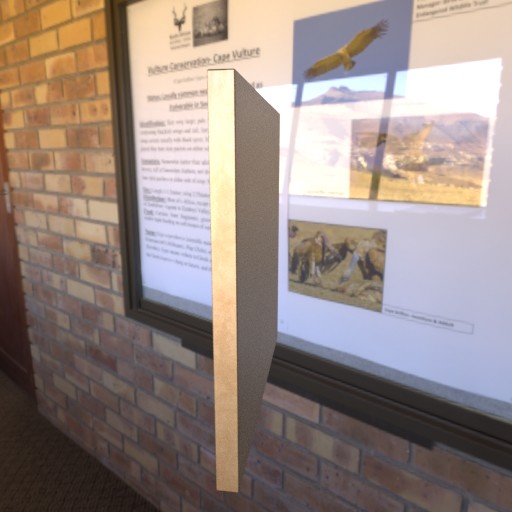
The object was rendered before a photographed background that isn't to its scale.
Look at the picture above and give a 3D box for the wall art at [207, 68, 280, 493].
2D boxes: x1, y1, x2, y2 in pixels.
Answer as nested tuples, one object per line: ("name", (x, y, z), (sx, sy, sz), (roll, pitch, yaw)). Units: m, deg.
("wall art", (0.000, 0.000, 0.754), (0.030, 0.506, 0.503), (2, 13, 8))
